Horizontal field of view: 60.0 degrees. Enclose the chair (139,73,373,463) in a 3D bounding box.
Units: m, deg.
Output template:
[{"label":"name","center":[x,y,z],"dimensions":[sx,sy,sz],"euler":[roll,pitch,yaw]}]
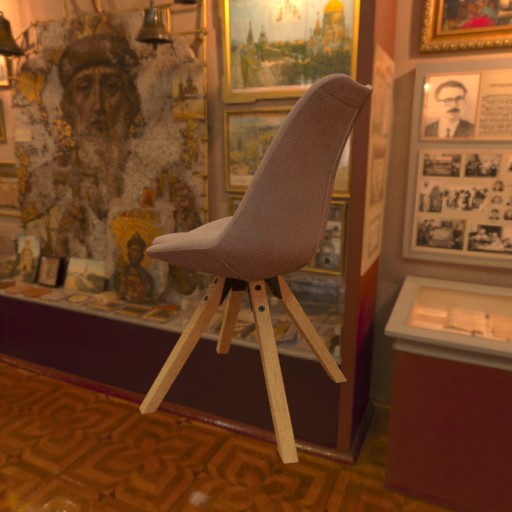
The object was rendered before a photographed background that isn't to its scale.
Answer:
[{"label":"chair","center":[0.000,0.000,1.181],"dimensions":[0.550,0.850,0.485],"euler":[7,16,26]}]
